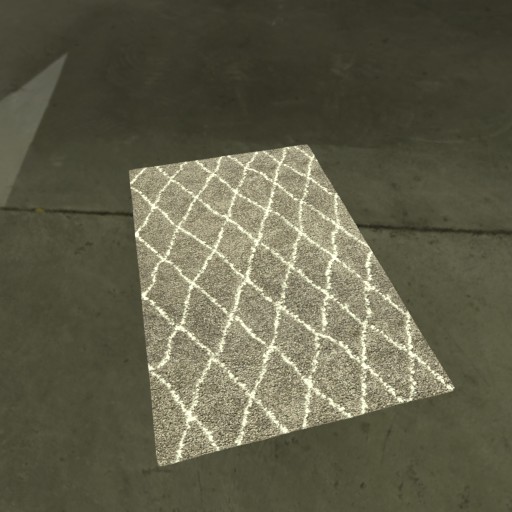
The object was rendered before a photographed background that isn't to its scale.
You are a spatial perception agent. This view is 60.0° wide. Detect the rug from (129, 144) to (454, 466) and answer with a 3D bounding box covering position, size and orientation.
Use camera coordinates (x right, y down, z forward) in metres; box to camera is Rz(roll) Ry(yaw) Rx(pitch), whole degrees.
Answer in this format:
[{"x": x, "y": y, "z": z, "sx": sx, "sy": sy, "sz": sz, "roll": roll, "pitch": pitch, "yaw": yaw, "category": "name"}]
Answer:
[{"x": 0.000, "y": 0.000, "z": 3.425, "sx": 1.778, "sy": 0.030, "sz": 2.743, "roll": -10, "pitch": 47, "yaw": -10, "category": "rug"}]
